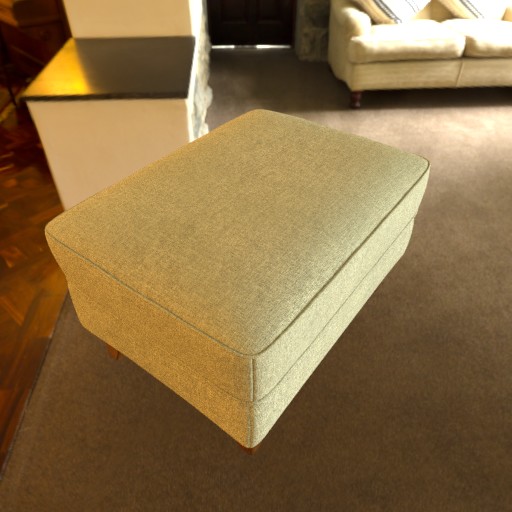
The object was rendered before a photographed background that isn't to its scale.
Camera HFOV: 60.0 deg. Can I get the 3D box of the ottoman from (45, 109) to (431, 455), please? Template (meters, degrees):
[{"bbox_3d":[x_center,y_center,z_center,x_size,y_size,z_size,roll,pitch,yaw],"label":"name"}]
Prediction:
[{"bbox_3d":[0.000,0.000,1.298,0.661,0.561,0.889,26,48,27],"label":"ottoman"}]
